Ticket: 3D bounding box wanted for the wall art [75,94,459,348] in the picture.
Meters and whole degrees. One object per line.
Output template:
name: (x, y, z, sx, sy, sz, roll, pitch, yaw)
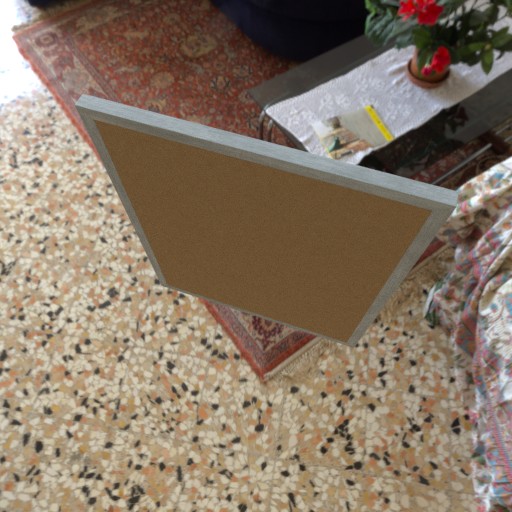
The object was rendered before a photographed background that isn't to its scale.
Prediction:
wall art: (0.000, 0.000, 0.792, 0.479, 0.582, 0.022, 17, 64, 8)
